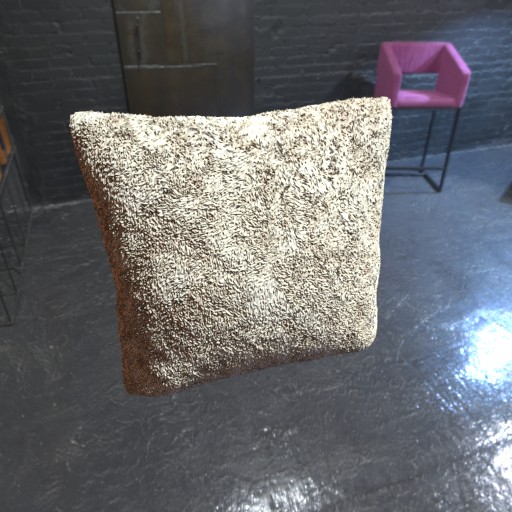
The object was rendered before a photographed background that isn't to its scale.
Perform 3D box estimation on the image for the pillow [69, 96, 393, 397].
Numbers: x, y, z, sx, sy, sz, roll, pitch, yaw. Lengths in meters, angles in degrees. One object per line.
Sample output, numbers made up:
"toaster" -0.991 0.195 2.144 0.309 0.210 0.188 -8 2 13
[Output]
"pillow" 0.000 0.000 0.785 0.529 0.515 0.218 -9 33 -14
